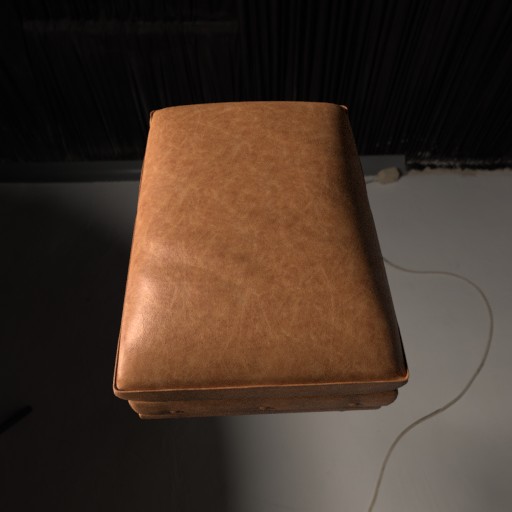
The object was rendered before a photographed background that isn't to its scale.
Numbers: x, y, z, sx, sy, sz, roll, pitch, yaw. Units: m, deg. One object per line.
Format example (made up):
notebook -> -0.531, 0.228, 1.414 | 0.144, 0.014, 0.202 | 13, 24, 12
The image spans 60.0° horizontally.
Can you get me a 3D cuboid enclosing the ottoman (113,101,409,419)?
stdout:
ottoman -> 0.000, 0.000, 1.053 | 0.533, 0.480, 0.710 | -2, 57, -1
